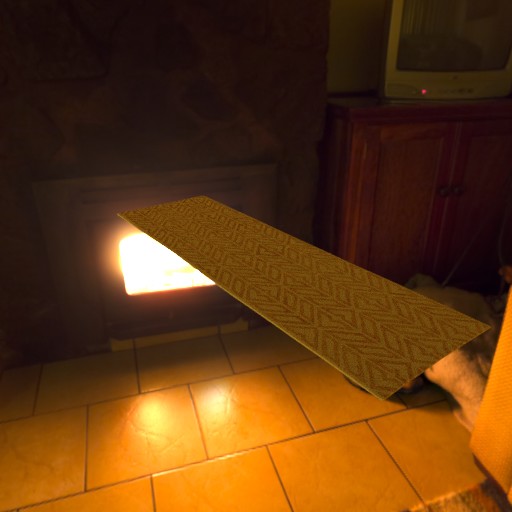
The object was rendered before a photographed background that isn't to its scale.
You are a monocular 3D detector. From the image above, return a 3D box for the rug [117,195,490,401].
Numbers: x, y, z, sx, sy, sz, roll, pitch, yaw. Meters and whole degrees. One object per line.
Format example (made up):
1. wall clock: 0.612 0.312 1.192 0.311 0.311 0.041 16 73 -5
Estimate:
1. rug: 0.000 0.000 2.625 0.750 0.009 2.435 -18 30 -33
